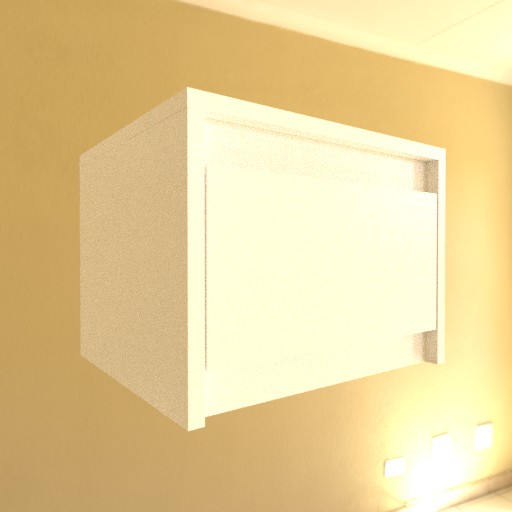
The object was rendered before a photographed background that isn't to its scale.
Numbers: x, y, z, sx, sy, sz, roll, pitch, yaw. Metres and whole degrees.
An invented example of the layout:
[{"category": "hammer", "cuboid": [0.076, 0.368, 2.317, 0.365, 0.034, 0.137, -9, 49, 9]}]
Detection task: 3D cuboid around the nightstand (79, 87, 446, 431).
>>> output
[{"category": "nightstand", "cuboid": [0.000, 0.000, 0.754, 0.470, 0.351, 0.408, -1, 1, -36]}]
